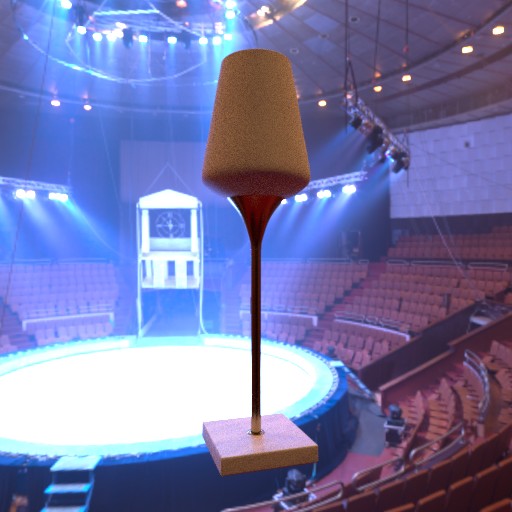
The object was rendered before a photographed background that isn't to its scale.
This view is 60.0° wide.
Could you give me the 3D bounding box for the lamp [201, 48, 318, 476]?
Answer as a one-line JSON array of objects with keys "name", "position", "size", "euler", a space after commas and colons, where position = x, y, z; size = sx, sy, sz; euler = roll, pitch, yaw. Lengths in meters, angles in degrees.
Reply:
[{"name": "lamp", "position": [0.000, 0.000, 0.737], "size": [0.181, 0.639, 0.181], "euler": [0, -1, -17]}]
